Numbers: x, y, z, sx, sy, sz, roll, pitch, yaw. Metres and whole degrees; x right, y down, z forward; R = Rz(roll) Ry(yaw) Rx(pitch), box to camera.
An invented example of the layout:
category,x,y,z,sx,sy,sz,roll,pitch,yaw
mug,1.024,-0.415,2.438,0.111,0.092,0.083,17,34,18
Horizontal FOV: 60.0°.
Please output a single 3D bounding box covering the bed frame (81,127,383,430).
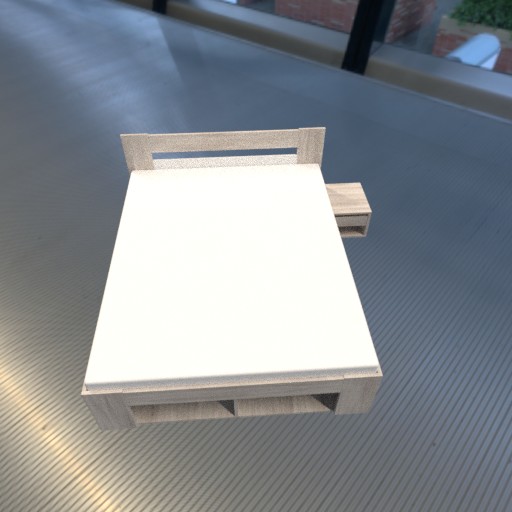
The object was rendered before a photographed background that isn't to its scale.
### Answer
category,x,y,z,sx,sy,sz,roll,pitch,yaw
bed frame,0.000,0.000,3.190,2.040,0.860,2.050,-3,45,-3
